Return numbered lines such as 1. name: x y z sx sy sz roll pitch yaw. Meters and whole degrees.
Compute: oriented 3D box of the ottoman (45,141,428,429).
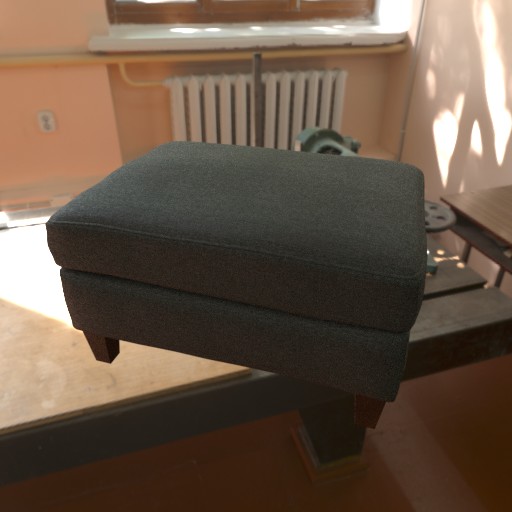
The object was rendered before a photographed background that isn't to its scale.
1. ottoman: 0.000 0.000 1.216 0.826 0.496 0.639 9 33 15
